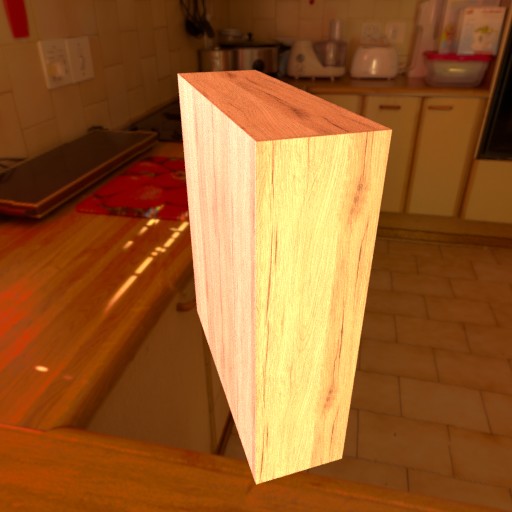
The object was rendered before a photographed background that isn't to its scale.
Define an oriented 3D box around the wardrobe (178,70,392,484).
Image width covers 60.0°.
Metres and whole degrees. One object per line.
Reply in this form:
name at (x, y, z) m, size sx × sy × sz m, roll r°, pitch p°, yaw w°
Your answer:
wardrobe at (0.000, 0.000, 2.964) m, size 0.580 × 2.070 × 1.810 m, roll -9°, pitch 31°, yaw -15°
